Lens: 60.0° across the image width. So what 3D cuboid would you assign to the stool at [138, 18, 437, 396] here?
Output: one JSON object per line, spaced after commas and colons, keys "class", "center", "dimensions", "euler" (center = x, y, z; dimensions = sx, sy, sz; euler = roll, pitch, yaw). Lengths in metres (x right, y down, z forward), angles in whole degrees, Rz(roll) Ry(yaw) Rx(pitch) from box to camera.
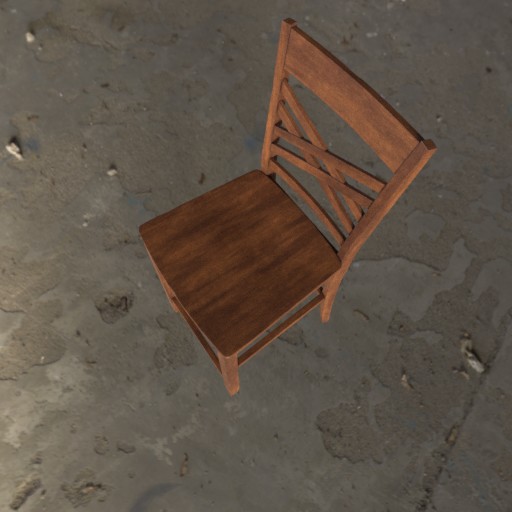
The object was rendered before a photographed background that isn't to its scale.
{"class": "stool", "center": [0.000, 0.000, 1.330], "dimensions": [0.539, 1.079, 0.462], "euler": [-32, 68, -15]}
